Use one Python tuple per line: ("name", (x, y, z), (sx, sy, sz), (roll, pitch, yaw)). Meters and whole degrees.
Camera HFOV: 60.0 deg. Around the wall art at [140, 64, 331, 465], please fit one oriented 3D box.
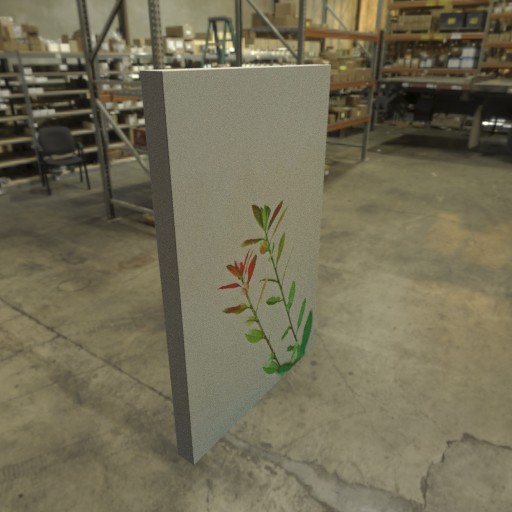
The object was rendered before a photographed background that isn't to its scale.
("wall art", (0.000, 0.000, 0.778), (0.038, 0.611, 0.408), (17, 29, 32))
